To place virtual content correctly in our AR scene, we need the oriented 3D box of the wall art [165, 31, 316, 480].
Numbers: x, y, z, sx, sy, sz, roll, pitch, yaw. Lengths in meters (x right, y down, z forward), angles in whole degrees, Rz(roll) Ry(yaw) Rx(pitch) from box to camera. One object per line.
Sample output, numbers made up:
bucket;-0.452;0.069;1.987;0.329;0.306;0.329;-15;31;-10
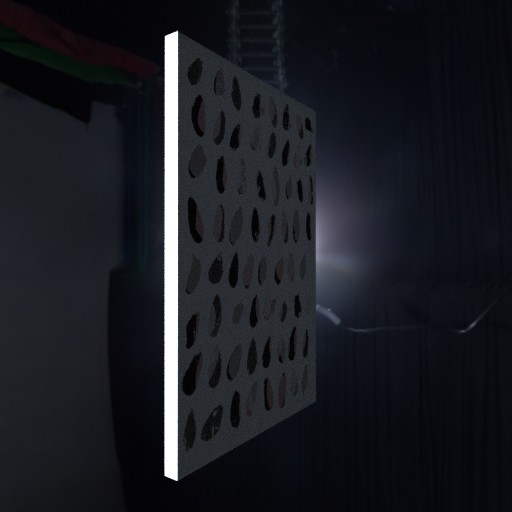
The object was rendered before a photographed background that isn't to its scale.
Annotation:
wall art;0.000;0.000;0.771;0.025;0.608;0.405;0;0;35
